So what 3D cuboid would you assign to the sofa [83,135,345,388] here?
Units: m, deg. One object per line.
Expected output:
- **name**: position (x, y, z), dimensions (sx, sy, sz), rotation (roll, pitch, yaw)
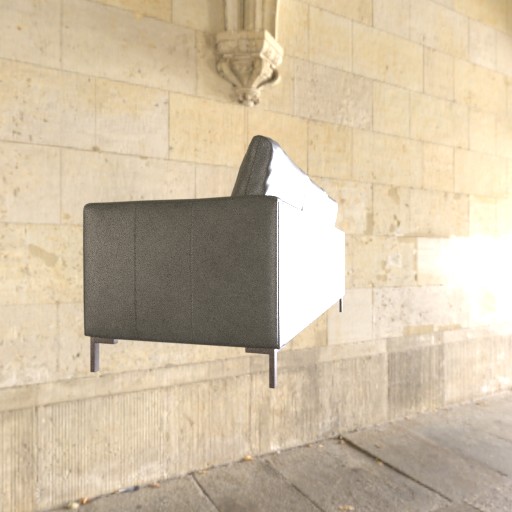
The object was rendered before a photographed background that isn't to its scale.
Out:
- **sofa**: position (0.000, 0.000, 2.382), dimensions (0.748, 0.805, 2.029), rotation (0, 0, 17)
